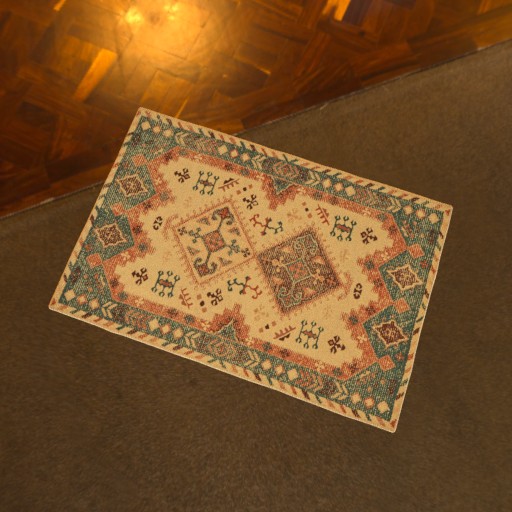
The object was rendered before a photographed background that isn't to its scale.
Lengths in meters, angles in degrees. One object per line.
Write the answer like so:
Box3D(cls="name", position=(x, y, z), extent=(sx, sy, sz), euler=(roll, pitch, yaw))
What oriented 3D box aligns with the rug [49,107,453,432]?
Box3D(cls="rug", position=(0.000, 0.000, 2.332), extent=(1.840, 0.015, 1.225), euler=(19, 77, 4))
